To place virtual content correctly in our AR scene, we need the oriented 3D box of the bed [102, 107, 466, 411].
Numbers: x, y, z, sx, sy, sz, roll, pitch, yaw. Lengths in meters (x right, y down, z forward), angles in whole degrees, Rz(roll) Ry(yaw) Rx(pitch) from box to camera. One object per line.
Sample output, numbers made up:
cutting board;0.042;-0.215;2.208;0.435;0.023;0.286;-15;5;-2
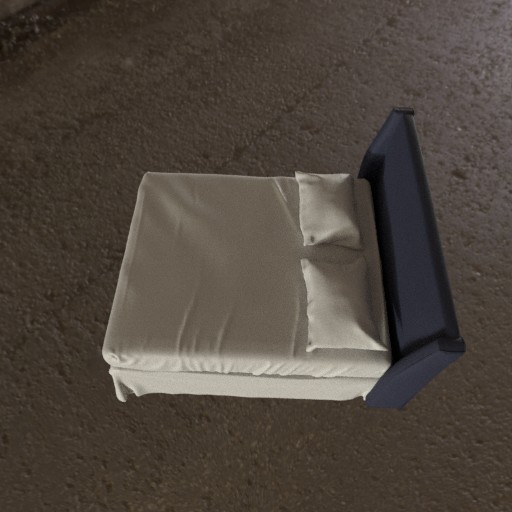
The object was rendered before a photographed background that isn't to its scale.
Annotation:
bed;0.000;0.000;3.353;2.276;1.332;1.925;2;58;1
